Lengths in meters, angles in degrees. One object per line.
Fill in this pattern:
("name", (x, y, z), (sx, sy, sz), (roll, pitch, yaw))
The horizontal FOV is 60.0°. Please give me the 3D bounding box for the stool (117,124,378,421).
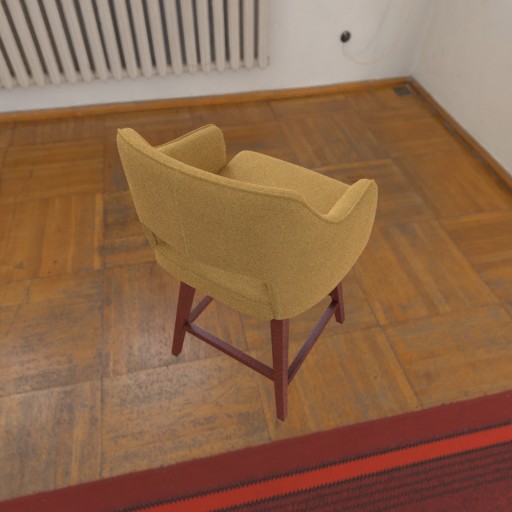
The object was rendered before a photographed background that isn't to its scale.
("stool", (0.000, 0.000, 1.283), (0.548, 0.924, 0.558), (25, 51, 22))
